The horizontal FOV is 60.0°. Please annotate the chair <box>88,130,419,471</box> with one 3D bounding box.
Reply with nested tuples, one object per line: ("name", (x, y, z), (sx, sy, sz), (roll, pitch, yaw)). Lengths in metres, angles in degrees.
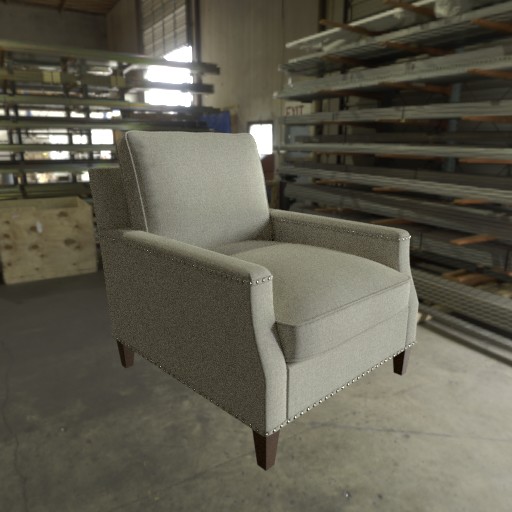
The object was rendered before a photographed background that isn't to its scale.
("chair", (0.000, 0.000, 1.722), (0.853, 0.943, 1.014), (-13, 20, -42))
